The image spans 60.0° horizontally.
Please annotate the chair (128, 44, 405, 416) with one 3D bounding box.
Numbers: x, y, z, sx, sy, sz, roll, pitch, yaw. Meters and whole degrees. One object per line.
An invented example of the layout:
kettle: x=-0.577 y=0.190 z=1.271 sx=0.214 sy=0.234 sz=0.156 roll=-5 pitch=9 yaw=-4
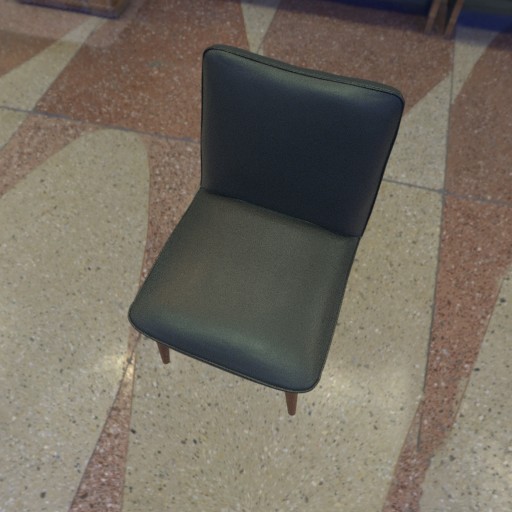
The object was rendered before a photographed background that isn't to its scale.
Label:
chair: x=0.000 y=0.000 z=1.205 sx=0.543 sy=0.801 sz=0.645 roll=15 pitch=60 yaw=9
